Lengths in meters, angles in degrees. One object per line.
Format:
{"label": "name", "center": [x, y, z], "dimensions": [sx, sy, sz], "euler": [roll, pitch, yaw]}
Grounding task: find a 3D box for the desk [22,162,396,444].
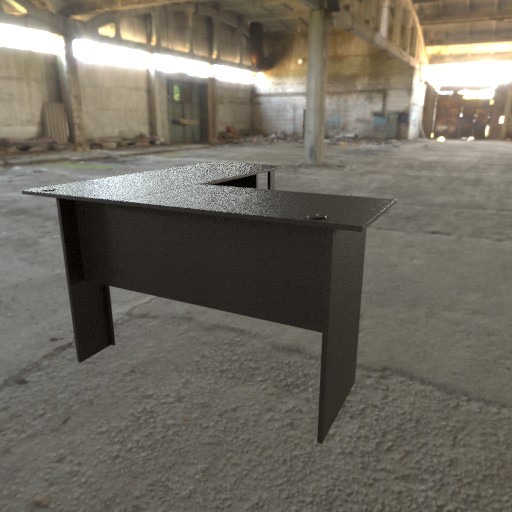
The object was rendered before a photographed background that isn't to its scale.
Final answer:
{"label": "desk", "center": [0.000, 0.000, 2.082], "dimensions": [1.303, 0.716, 1.361], "euler": [9, 19, 26]}
